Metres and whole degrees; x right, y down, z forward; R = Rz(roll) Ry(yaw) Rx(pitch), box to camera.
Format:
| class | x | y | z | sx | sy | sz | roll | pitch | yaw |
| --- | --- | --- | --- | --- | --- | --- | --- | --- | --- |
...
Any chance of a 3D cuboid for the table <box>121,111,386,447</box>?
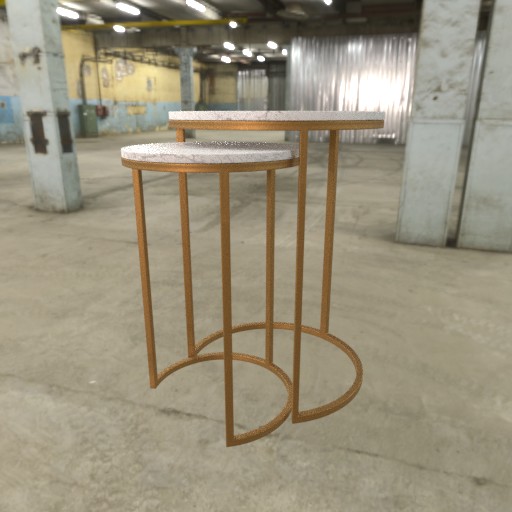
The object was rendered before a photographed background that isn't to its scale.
| class | x | y | z | sx | sy | sz | roll | pitch | yaw |
| --- | --- | --- | --- | --- | --- | --- | --- | --- | --- |
| table | 0.000 | 0.000 | 0.888 | 0.507 | 0.550 | 0.400 | -17 | 24 | -42 |
